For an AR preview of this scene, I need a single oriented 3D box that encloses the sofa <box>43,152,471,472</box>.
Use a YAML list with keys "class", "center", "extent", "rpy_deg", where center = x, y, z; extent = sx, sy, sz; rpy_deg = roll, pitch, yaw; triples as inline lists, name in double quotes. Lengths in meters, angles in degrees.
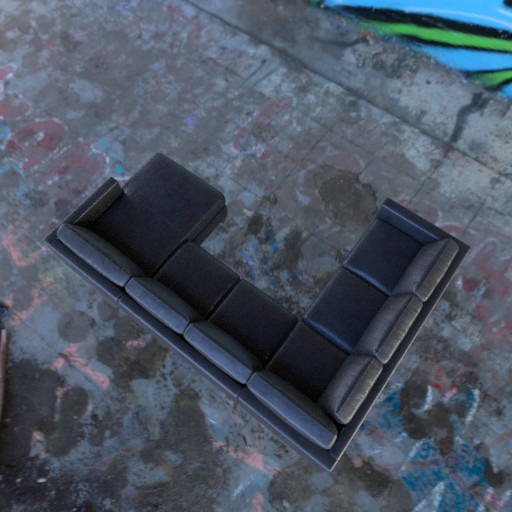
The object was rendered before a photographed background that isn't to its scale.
- class: "sofa"
  center: [0.000, 0.000, 4.509]
  extent: [3.324, 0.891, 2.452]
  rpy_deg: [35, 70, 15]
